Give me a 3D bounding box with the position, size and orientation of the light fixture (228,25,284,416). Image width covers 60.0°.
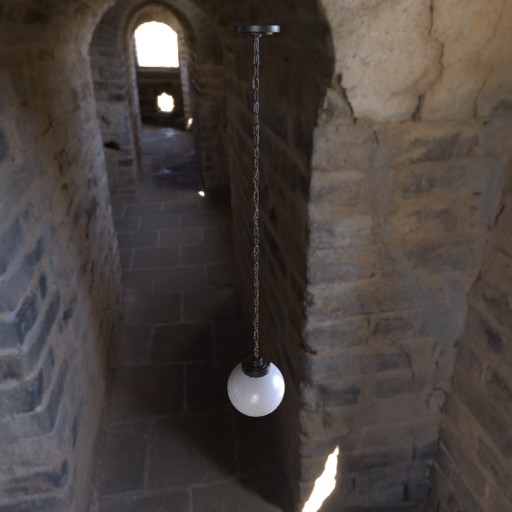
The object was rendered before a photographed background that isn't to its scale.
[{"bbox_3d":[0.000,0.000,2.024,0.304,1.867,0.305,17,31,30],"label":"light fixture"}]
